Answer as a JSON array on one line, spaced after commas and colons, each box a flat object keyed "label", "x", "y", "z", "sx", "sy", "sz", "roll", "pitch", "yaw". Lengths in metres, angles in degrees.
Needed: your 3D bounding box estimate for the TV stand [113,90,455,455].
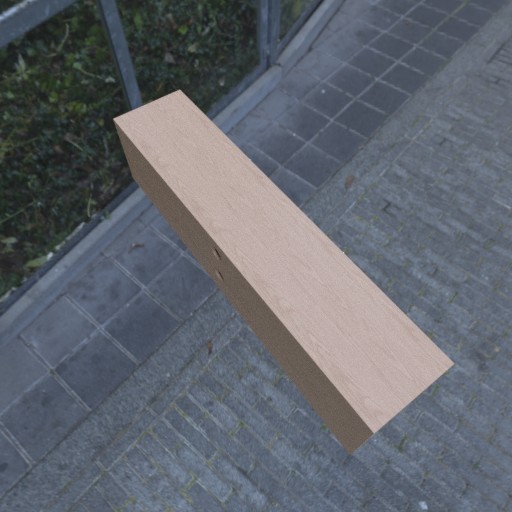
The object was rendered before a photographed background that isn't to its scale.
[{"label": "TV stand", "x": 0.000, "y": 0.000, "z": 2.041, "sx": 0.400, "sy": 0.580, "sz": 1.760, "roll": -32, "pitch": 63, "yaw": -19}]
